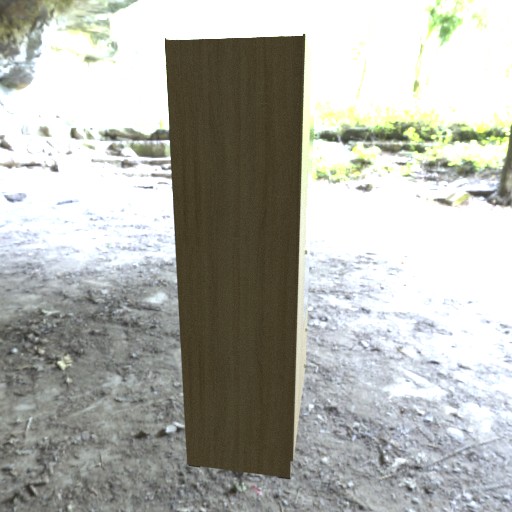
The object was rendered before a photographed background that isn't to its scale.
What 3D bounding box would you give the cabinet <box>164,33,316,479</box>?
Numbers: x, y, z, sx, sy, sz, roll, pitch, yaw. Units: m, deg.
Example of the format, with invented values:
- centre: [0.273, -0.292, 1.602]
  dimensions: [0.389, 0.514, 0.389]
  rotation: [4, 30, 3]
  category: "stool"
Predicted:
- centre: [0.000, 0.000, 2.533]
  dimensions: [0.590, 2.121, 1.001]
  rotation: [3, 17, 9]
  category: "cabinet"
